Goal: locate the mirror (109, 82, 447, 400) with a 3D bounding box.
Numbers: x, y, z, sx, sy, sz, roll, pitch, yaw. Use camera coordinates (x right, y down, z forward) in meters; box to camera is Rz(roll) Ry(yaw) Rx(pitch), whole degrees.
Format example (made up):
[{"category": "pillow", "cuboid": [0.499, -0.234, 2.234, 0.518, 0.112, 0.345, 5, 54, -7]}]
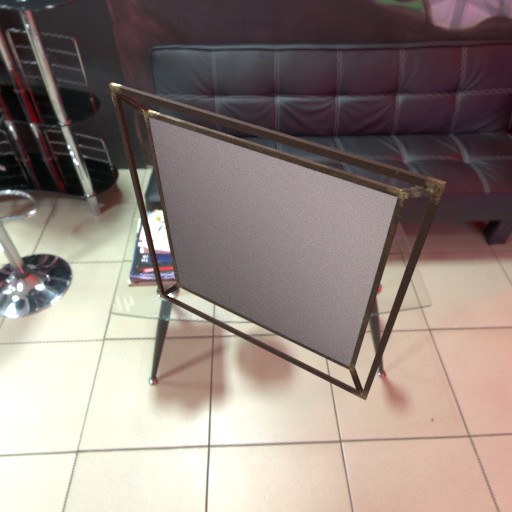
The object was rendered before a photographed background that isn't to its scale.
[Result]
[{"category": "mirror", "cuboid": [0.000, 0.000, 0.930, 0.610, 0.610, 0.032, 23, 50, 21]}]
